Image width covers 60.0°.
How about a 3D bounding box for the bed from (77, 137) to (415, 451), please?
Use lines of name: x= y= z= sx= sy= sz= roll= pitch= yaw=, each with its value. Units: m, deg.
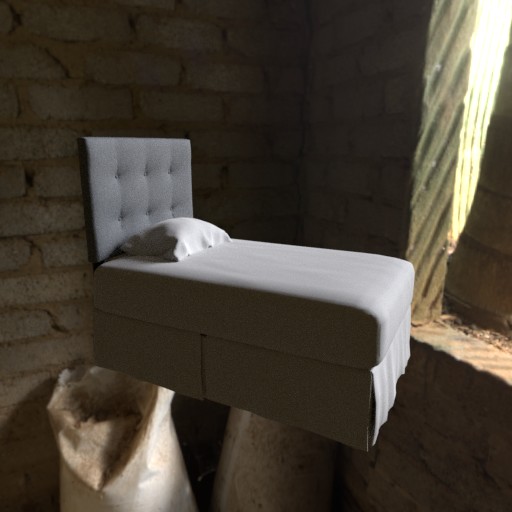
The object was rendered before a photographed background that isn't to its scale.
bed: x=0.000 y=0.000 z=3.023 sx=1.997 sy=1.571 sz=1.261 roll=7 pitch=16 yaw=26
